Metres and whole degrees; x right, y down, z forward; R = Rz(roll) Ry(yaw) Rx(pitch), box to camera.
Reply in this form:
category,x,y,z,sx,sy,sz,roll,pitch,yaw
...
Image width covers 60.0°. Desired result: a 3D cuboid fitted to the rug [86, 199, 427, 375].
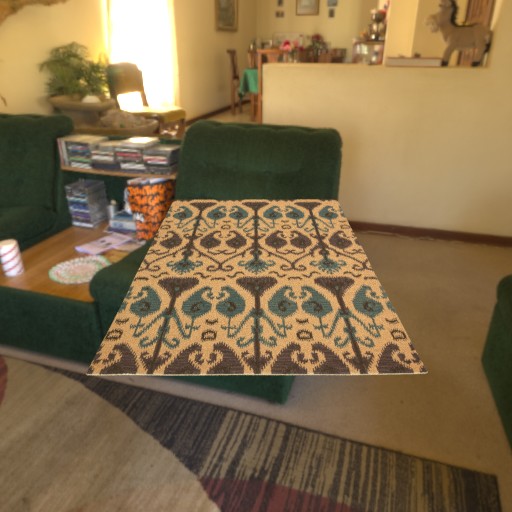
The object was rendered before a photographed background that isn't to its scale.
category,x,y,z,sx,sy,sz,roll,pitch,yaw
rug,0.000,0.000,2.146,1.072,0.013,1.698,0,26,0
